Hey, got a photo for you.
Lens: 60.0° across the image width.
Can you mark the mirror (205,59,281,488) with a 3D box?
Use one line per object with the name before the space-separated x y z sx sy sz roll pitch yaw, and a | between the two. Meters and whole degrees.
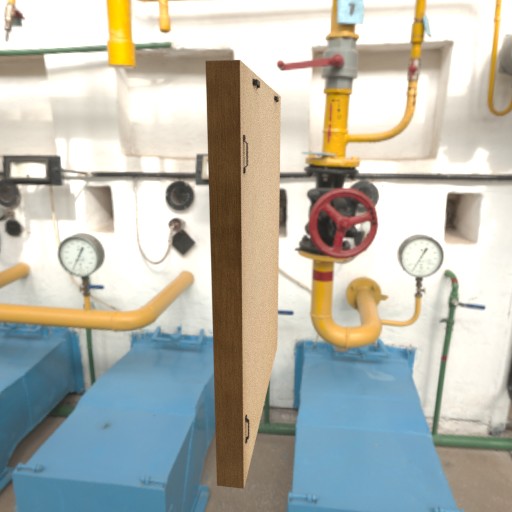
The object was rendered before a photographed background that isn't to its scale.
mirror | 0.000 0.000 0.697 0.041 0.508 0.405 2 15 8
